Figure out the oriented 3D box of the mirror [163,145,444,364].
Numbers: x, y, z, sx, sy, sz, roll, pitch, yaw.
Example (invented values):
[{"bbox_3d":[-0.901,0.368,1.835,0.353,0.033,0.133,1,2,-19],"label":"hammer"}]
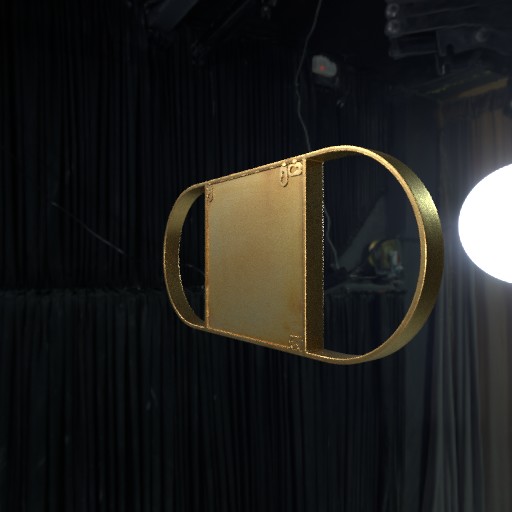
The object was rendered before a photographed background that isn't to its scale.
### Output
[{"bbox_3d":[0.000,0.000,0.663,0.032,0.254,0.584,0,-1,-36],"label":"mirror"}]
